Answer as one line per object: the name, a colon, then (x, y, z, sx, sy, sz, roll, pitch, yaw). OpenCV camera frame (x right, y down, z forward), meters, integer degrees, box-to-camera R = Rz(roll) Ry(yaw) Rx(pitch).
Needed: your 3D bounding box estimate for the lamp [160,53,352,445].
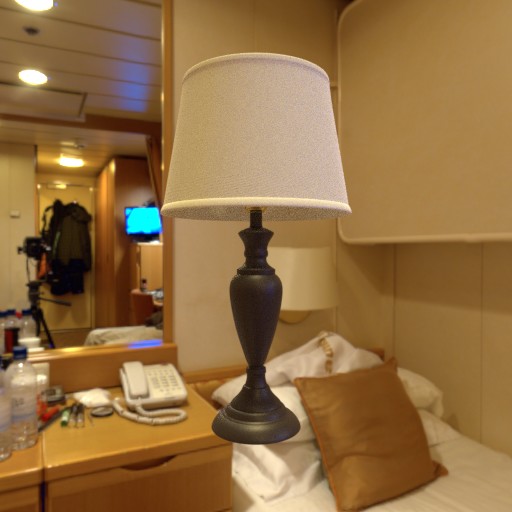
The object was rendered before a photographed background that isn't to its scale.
lamp: (0.000, 0.000, 0.794, 0.335, 0.611, 0.335, 0, 1, 0)
